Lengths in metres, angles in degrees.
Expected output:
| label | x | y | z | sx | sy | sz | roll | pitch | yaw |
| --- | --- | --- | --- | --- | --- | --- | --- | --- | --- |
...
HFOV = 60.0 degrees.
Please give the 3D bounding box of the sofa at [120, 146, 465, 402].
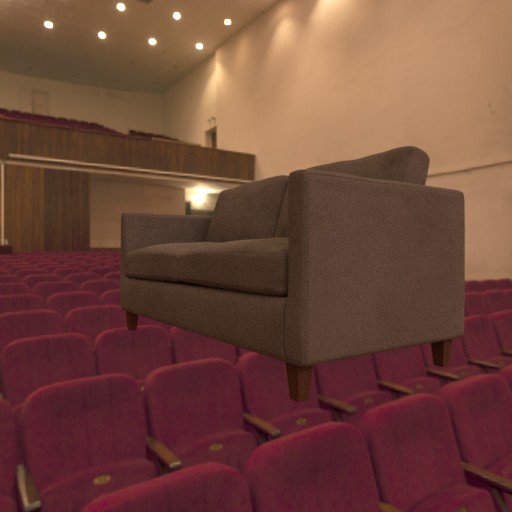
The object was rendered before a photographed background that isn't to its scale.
| label | x | y | z | sx | sy | sz | roll | pitch | yaw |
| --- | --- | --- | --- | --- | --- | --- | --- | --- | --- |
| sofa | 0.000 | 0.000 | 2.418 | 0.950 | 0.963 | 1.884 | 0 | 0 | -35 |
